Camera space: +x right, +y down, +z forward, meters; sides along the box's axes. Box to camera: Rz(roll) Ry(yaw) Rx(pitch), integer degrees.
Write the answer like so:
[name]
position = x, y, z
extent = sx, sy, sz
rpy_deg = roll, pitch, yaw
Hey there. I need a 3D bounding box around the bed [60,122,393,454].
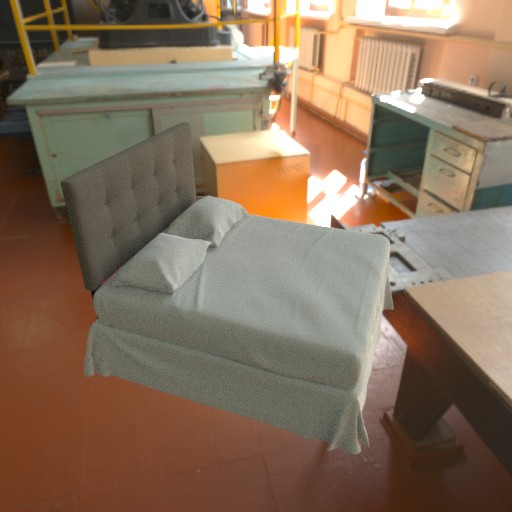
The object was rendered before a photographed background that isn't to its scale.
[bed]
position = 0.000, 0.000, 3.536
extent = 2.222, 1.577, 1.936
rpy_deg = 11, 32, 18
